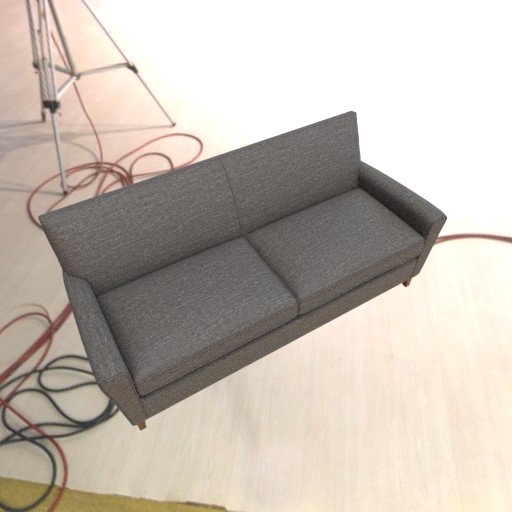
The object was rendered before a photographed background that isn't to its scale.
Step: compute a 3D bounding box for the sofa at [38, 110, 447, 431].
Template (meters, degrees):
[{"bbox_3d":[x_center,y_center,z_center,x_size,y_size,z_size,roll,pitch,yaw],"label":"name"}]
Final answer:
[{"bbox_3d":[0.000,0.000,2.486,1.976,0.846,0.875,-24,52,-20],"label":"sofa"}]
